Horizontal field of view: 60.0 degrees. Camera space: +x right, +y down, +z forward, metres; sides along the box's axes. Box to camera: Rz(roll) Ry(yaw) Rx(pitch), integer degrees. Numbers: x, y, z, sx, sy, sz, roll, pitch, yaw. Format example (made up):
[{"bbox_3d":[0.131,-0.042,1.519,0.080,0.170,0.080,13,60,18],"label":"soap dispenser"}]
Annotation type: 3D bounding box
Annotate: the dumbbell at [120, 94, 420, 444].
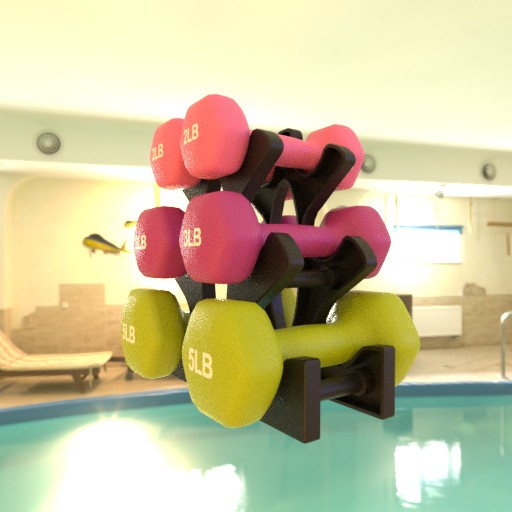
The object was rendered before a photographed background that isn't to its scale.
[{"bbox_3d":[0.000,0.000,0.436,0.203,0.261,0.257,0,-1,-35],"label":"dumbbell"}]
